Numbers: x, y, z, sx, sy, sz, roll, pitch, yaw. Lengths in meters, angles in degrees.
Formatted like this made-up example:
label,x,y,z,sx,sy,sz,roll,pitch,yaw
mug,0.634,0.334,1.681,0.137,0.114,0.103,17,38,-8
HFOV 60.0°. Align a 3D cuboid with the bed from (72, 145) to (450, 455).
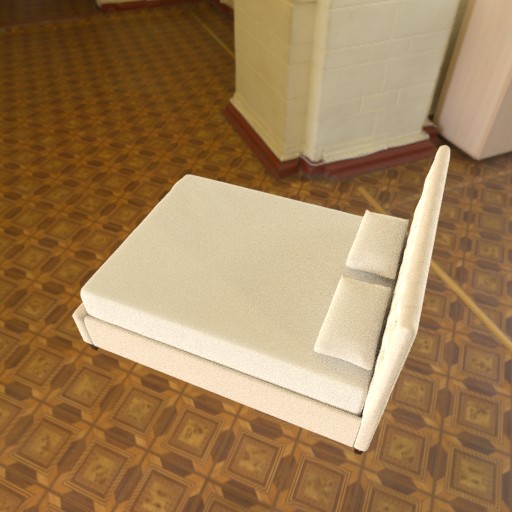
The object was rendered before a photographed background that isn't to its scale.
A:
label,x,y,z,sx,sy,sz,roll,pitch,yaw
bed,0.000,0.000,3.284,2.233,1.426,1.696,16,47,16
